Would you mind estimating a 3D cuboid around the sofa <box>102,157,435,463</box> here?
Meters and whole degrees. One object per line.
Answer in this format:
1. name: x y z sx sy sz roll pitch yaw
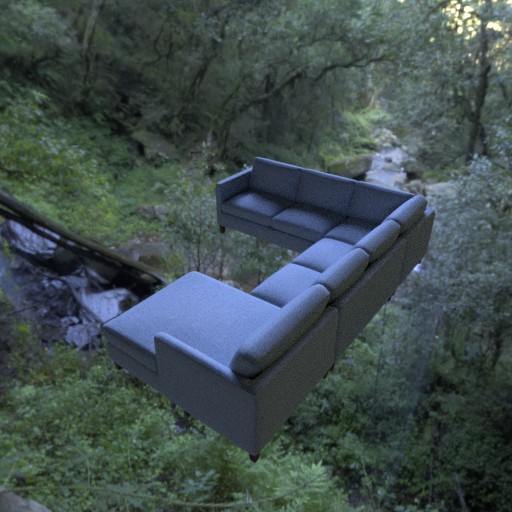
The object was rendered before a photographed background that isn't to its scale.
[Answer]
1. sofa: 0.000 0.000 4.568 2.551 0.889 3.403 21 36 31
